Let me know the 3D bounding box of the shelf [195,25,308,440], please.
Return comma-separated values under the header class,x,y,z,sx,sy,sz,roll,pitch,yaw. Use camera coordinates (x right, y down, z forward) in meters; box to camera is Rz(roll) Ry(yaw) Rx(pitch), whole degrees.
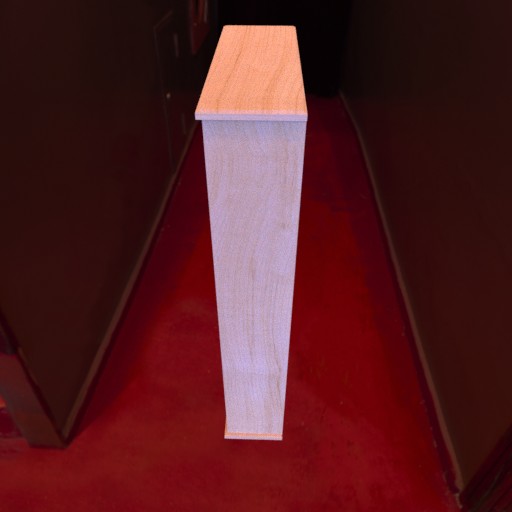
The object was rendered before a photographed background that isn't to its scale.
class,x,y,z,sx,sy,sz,roll,pitch,yaw
shelf,0.000,0.000,1.213,0.175,1.030,0.520,1,41,1
